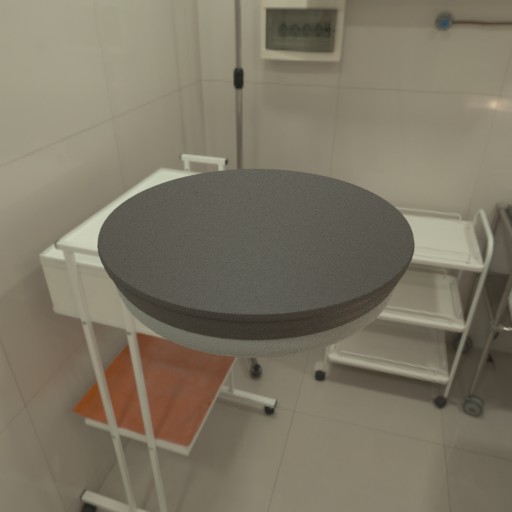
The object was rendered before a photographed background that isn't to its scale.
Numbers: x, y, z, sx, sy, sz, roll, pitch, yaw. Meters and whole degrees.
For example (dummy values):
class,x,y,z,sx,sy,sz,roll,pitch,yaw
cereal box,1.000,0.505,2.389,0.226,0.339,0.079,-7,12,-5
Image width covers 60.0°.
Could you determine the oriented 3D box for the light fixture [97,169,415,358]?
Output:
class,x,y,z,sx,sy,sz,roll,pitch,yaw
light fixture,0.000,0.000,0.561,0.368,0.100,0.368,0,31,0
